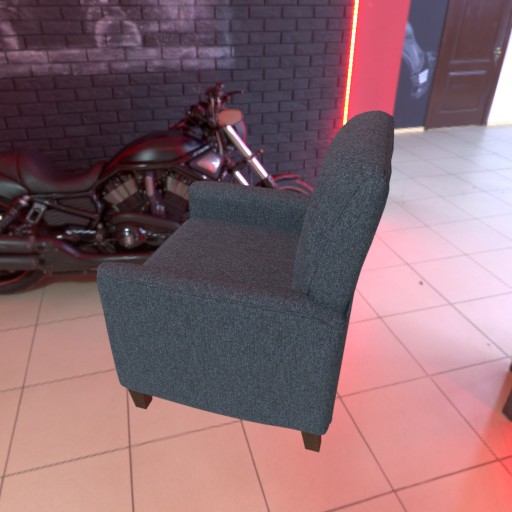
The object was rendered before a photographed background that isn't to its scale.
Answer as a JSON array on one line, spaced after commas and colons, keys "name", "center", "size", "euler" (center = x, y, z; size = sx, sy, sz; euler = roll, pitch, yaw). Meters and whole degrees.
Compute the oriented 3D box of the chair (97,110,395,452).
[{"name": "chair", "center": [0.000, 0.000, 1.628], "size": [0.850, 1.016, 0.839], "euler": [8, 32, 14]}]
